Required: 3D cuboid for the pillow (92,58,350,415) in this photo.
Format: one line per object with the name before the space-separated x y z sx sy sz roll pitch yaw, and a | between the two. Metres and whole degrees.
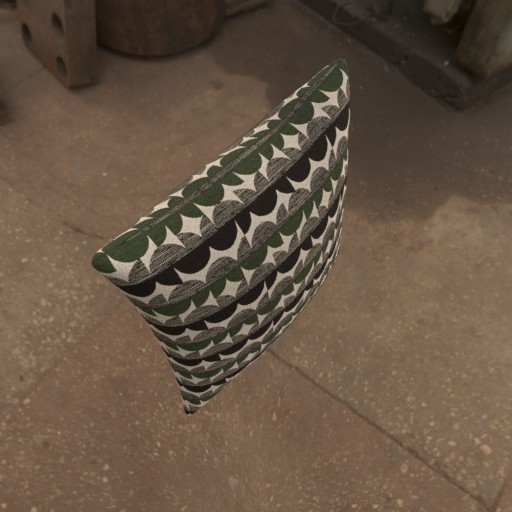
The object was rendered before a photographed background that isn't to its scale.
pillow | 0.000 0.000 0.648 0.180 0.404 0.419 35 64 20
